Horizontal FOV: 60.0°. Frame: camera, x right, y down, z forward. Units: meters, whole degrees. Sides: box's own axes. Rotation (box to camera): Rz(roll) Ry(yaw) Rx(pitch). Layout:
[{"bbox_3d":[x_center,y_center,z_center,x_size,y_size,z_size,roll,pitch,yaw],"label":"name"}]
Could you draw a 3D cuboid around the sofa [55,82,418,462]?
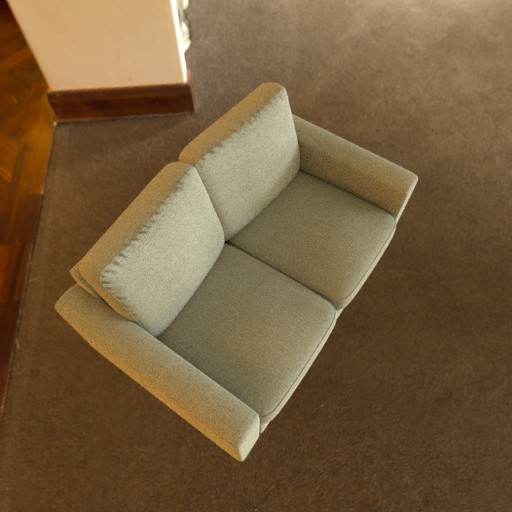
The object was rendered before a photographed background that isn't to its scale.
[{"bbox_3d":[0.000,0.000,1.993,0.917,0.873,1.420,31,65,17],"label":"sofa"}]
